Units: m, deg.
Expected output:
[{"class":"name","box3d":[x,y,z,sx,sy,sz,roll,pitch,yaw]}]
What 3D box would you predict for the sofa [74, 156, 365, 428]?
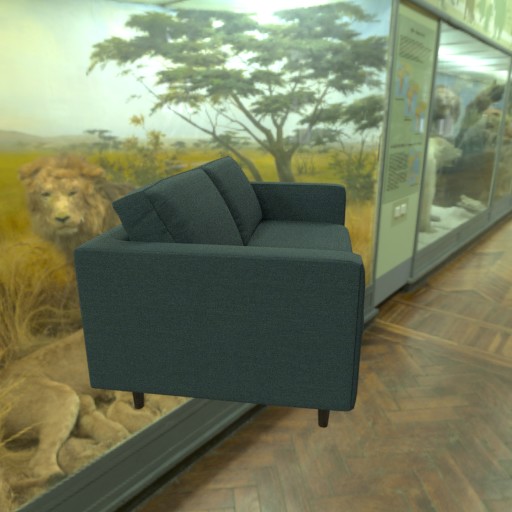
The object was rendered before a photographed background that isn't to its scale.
[{"class":"sofa","box3d":[0.000,0.000,2.275,0.999,0.907,1.659,3,18,8]}]
